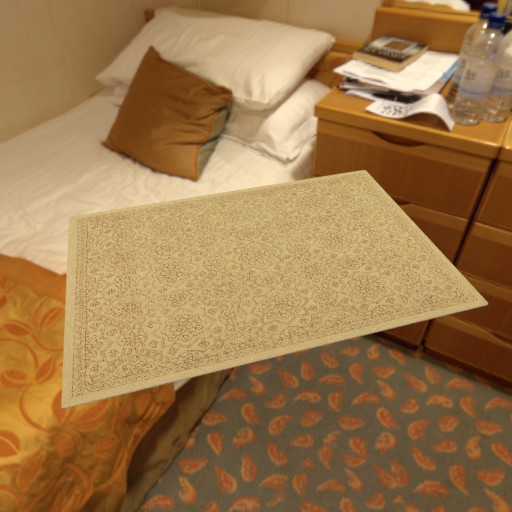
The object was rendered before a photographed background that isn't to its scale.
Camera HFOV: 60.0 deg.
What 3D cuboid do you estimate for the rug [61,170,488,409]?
[{"bbox_3d":[0.000,0.000,2.240,1.829,0.010,1.219,-11,43,-12],"label":"rug"}]
